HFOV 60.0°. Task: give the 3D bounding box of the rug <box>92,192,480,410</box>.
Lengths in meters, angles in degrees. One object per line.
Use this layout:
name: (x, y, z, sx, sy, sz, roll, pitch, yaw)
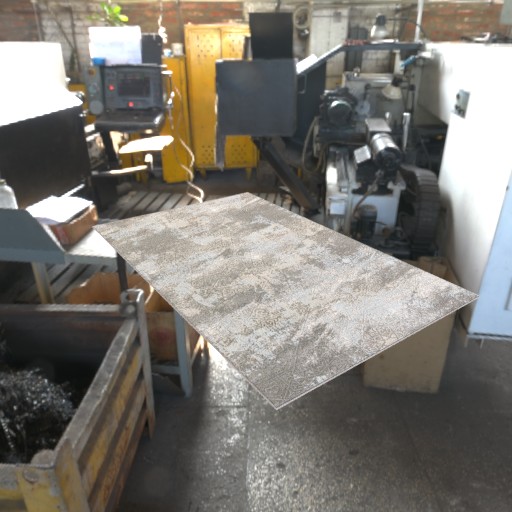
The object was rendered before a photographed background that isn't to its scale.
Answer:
rug: (0.000, 0.000, 3.116, 1.536, 0.012, 2.431, -18, 31, -32)
